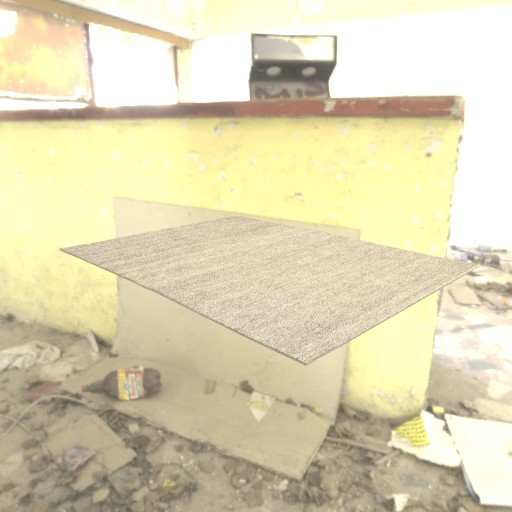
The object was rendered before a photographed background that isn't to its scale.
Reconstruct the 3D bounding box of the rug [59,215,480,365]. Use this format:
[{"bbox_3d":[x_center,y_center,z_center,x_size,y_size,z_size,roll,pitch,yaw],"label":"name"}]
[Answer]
[{"bbox_3d":[0.000,0.000,4.186,2.434,0.045,3.202,-15,22,-42],"label":"rug"}]
